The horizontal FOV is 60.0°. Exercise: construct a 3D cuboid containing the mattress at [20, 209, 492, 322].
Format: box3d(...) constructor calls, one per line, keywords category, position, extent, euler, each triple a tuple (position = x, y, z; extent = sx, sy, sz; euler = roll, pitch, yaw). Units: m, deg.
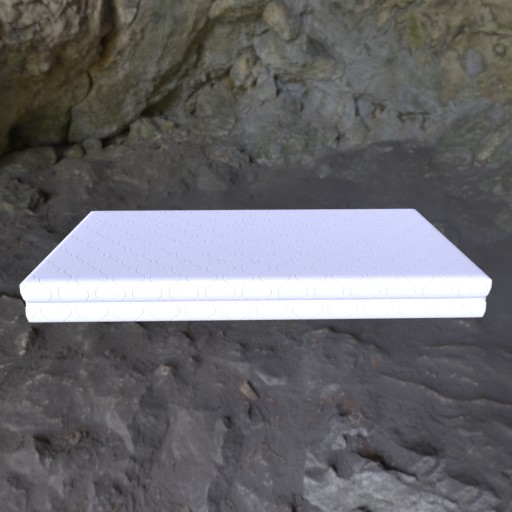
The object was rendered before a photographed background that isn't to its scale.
box3d(category="mattress", position=(0.000, 0.000, 2.212), extent=(1.900, 0.200, 0.900), euler=(0, 25, -1))
